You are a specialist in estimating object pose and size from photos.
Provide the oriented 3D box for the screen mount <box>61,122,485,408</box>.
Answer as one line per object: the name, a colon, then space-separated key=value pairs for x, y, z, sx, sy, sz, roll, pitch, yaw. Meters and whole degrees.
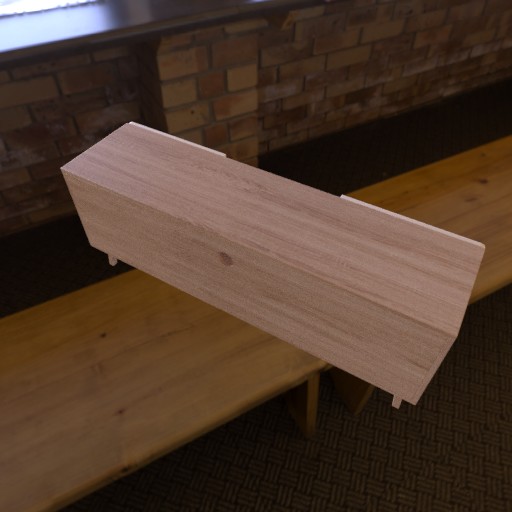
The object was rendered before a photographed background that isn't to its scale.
screen mount: x=0.000 y=0.000 z=1.782 sx=1.500 sy=0.570 sz=0.420 roll=23 pitch=51 yaw=20
